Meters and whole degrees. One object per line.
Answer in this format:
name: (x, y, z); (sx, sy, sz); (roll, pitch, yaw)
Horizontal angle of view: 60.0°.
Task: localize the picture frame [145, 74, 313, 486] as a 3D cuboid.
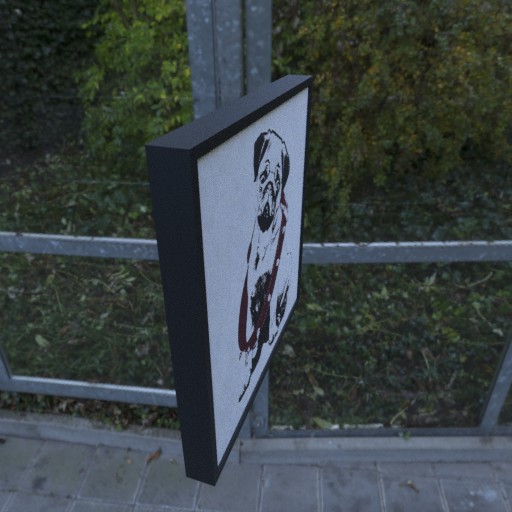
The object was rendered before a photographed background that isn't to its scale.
picture frame: (0.000, 0.000, 0.468); (0.030, 0.317, 0.317); (10, 31, 17)
